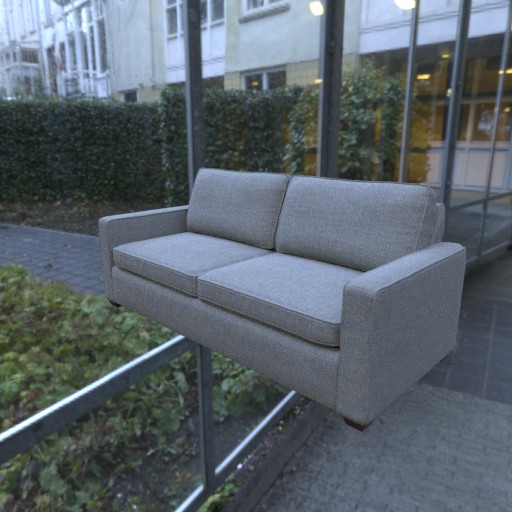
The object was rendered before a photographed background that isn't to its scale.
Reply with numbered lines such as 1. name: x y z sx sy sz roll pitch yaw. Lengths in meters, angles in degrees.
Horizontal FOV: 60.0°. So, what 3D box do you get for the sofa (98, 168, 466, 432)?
1. sofa: 0.000 0.000 2.606 2.078 0.918 0.945 14 21 42
